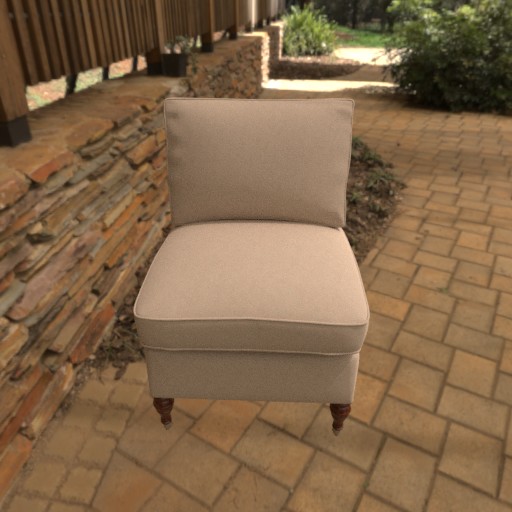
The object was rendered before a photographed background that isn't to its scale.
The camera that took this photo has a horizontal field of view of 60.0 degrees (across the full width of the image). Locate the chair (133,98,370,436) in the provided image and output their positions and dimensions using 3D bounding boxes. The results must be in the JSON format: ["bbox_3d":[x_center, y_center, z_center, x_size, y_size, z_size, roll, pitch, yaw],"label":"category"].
[{"bbox_3d":[0.000,0.000,1.673,0.724,1.052,0.912,1,30,2],"label":"chair"}]
